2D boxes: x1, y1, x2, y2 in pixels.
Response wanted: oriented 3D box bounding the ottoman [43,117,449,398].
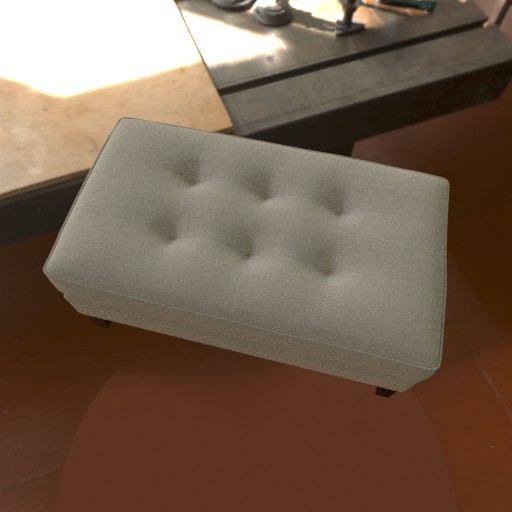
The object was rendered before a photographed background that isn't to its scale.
[{"bbox_3d":[0.000,0.000,1.510,1.143,0.508,0.648,12,63,7],"label":"ottoman"}]
